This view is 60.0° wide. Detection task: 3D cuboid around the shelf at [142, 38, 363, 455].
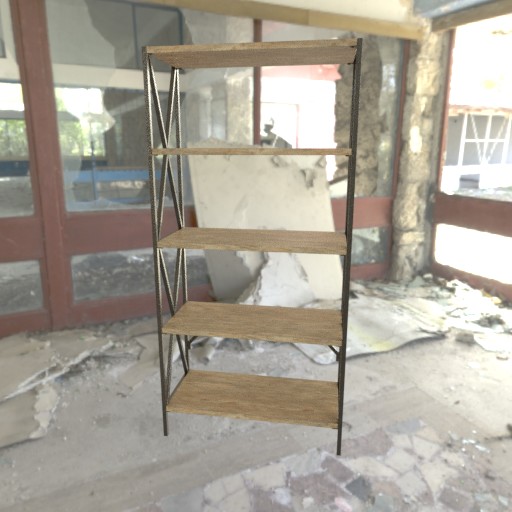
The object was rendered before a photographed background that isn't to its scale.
[{"bbox_3d":[0.000,0.000,2.124,0.874,1.803,0.386,2,14,9],"label":"shelf"}]
